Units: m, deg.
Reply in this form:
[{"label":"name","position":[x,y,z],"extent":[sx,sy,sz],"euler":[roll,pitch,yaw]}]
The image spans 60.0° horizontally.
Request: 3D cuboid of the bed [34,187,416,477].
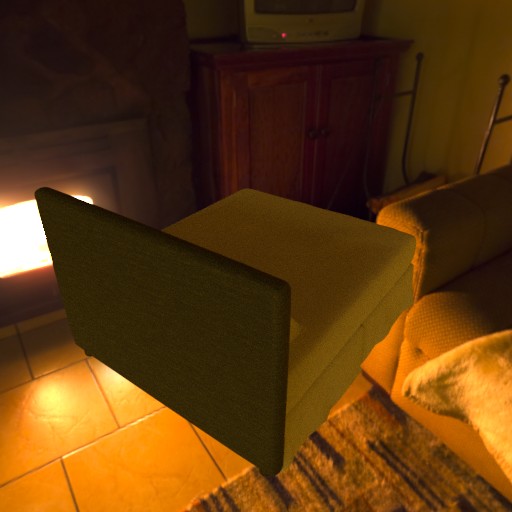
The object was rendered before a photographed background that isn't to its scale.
[{"label":"bed","position":[0.000,0.000,3.279],"extent":[1.884,1.330,2.142],"euler":[21,37,31]}]
